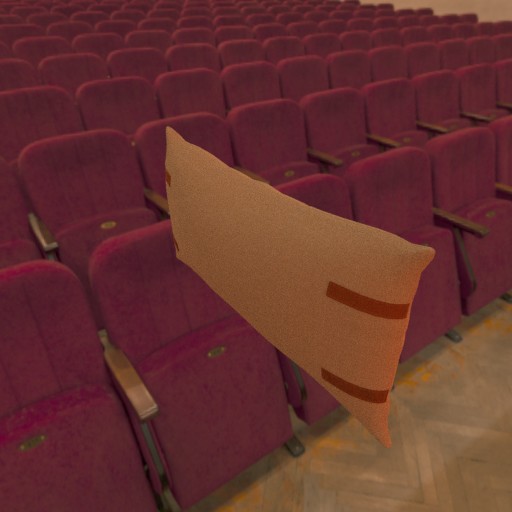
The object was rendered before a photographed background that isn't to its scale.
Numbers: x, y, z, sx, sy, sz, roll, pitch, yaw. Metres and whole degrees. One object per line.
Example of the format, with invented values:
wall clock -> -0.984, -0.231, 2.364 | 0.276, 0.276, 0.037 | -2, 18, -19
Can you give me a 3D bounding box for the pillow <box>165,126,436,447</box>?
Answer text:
pillow -> 0.000, 0.000, 0.729 | 0.148, 0.308, 0.612 | -20, 37, -30
